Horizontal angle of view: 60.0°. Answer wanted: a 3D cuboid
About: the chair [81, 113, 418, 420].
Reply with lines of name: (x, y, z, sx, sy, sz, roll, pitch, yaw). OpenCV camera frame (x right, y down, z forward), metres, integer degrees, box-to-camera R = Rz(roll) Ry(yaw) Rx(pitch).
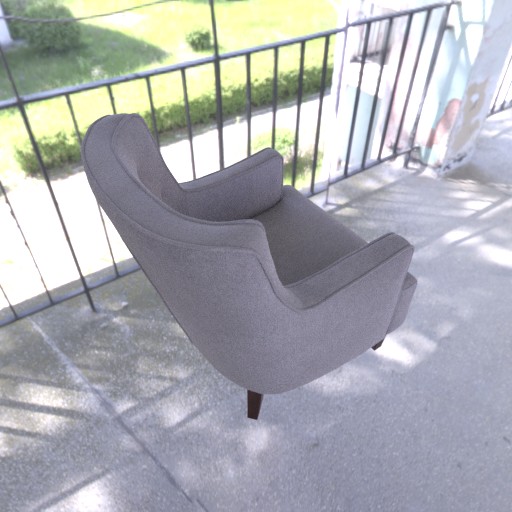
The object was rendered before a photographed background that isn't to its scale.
chair: (0.000, 0.000, 1.533, 0.910, 0.919, 0.781, -25, 48, -25)
